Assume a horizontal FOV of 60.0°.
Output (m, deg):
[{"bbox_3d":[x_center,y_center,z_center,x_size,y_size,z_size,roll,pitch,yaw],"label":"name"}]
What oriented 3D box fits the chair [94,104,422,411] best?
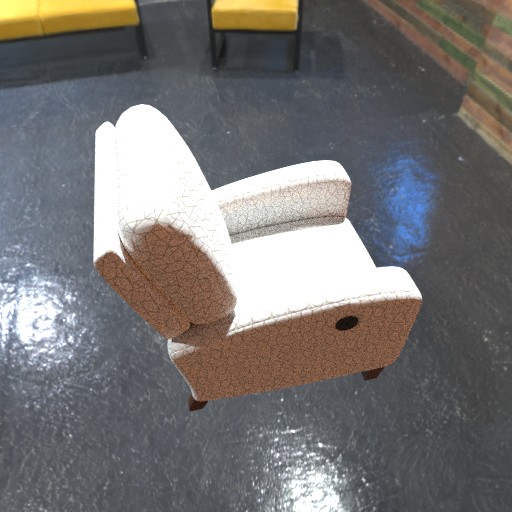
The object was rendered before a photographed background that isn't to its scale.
[{"bbox_3d":[0.000,0.000,1.714,0.995,1.064,0.796,-10,48,-9],"label":"chair"}]
